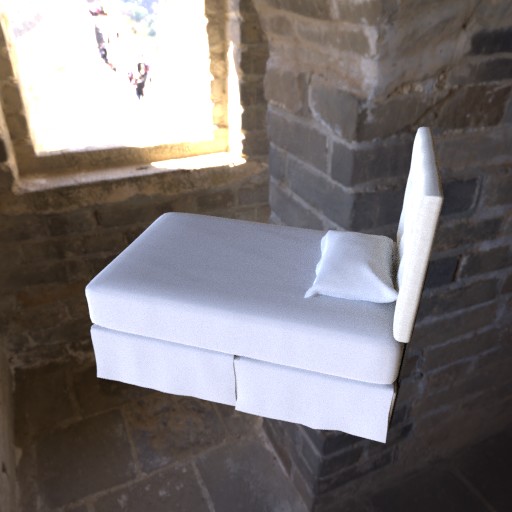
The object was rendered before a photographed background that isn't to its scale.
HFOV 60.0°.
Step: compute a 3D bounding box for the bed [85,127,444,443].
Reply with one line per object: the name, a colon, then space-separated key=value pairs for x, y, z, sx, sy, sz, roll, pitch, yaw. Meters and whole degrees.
bed: x=0.000 y=0.000 z=2.947 sx=1.997 sy=1.571 sz=1.261 roll=9 pitch=32 yaw=14
